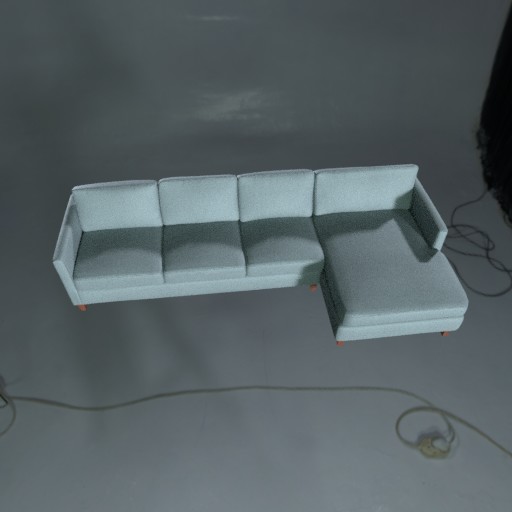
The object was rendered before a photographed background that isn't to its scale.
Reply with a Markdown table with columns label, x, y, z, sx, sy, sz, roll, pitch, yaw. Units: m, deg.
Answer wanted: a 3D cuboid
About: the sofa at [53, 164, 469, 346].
| label | x | y | z | sx | sy | sz | roll | pitch | yaw |
| --- | --- | --- | --- | --- | --- | --- | --- | --- | --- |
| sofa | 0.000 | 0.000 | 4.074 | 3.471 | 0.950 | 1.604 | -5 | 47 | -4 |
